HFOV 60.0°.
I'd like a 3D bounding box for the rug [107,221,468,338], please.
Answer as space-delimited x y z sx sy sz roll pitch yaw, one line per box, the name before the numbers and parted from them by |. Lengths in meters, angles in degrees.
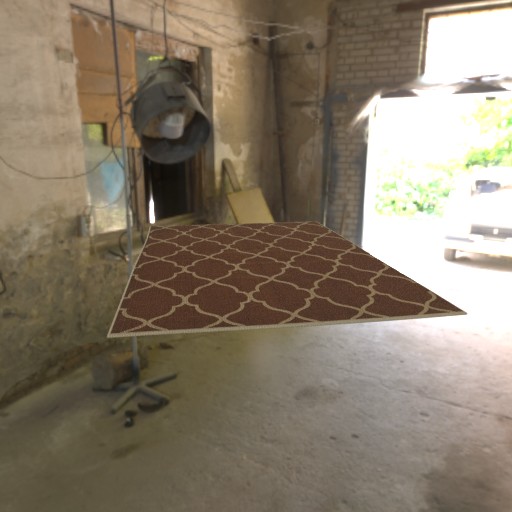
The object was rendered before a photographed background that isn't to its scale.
rug | 0.000 0.000 2.908 1.528 0.014 2.294 -2 15 -9
